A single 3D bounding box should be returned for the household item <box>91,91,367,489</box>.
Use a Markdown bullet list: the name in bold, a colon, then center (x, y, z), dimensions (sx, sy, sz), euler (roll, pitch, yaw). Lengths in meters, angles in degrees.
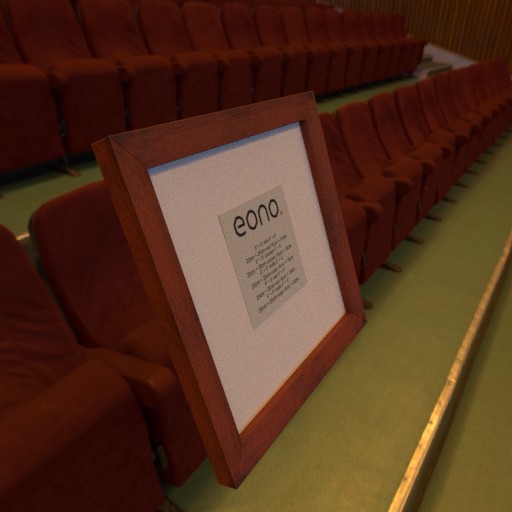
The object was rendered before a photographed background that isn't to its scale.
- **household item**: center (0.000, 0.000, 0.378), dimensions (0.131, 0.240, 0.240), euler (17, 32, 30)
